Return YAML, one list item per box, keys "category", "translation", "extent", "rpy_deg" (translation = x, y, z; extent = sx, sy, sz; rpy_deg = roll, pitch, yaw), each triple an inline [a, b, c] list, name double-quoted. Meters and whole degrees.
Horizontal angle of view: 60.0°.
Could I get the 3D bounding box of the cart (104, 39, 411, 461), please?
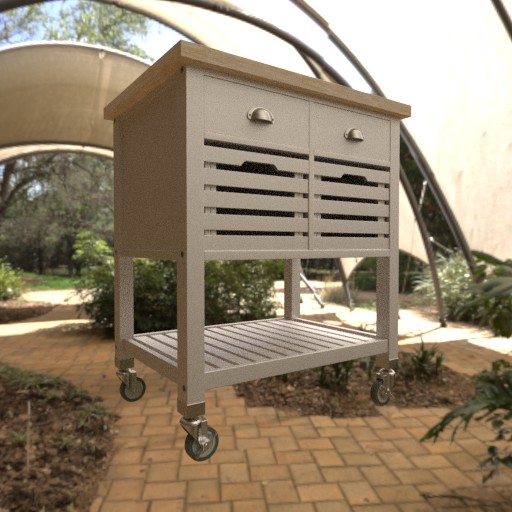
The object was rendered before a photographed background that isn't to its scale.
- category: "cart"
  translation: [0.000, 0.000, 1.369]
  extent: [0.762, 0.914, 0.559]
  rpy_deg: [-1, 2, -35]
